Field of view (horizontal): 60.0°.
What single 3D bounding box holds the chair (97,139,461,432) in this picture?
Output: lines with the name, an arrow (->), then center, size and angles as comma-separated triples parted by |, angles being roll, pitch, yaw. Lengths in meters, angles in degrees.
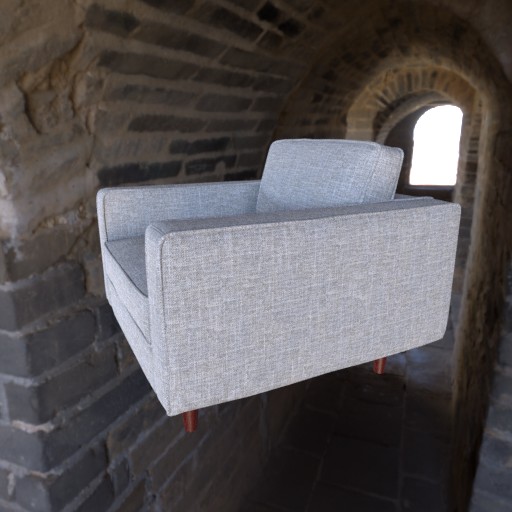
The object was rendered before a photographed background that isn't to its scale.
chair -> 0.000, 0.000, 1.501 | 0.914, 0.765, 0.889 | -8, 17, -26
